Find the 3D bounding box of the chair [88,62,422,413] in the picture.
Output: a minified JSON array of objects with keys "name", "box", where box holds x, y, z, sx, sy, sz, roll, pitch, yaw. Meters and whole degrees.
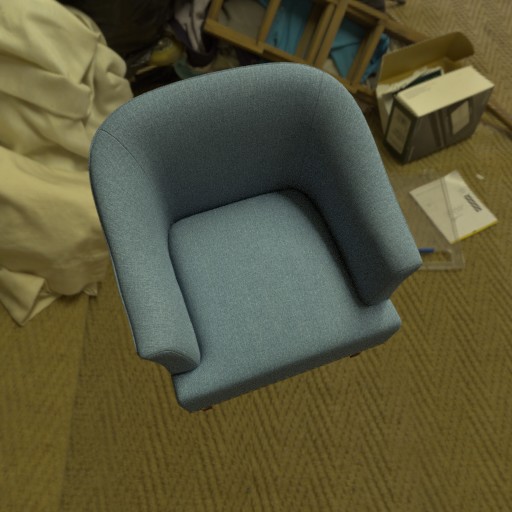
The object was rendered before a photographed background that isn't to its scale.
[{"name":"chair","box":[0.000,0.000,1.364,0.772,0.815,0.704,-18,64,-9]}]
